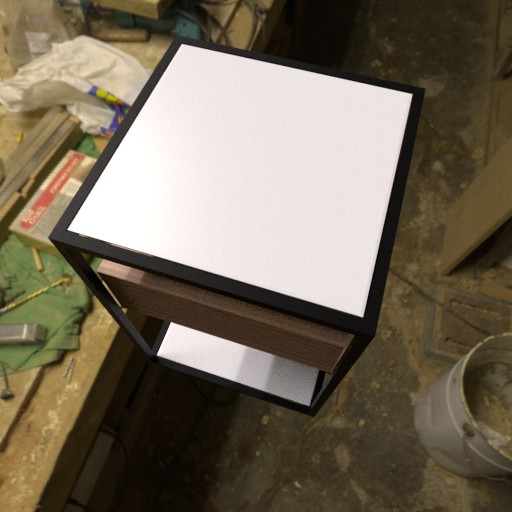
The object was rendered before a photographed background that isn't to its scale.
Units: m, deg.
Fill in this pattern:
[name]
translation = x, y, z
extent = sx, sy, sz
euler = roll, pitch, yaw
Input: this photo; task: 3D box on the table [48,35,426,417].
[table]
translation = 0.000, 0.000, 0.801
extent = 0.378, 0.540, 0.378
euler = 16, 63, 8
